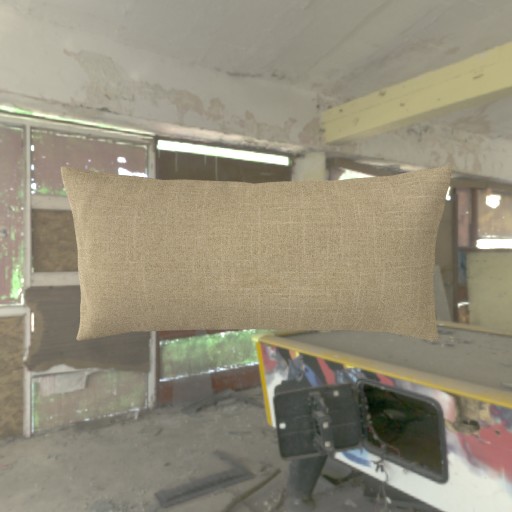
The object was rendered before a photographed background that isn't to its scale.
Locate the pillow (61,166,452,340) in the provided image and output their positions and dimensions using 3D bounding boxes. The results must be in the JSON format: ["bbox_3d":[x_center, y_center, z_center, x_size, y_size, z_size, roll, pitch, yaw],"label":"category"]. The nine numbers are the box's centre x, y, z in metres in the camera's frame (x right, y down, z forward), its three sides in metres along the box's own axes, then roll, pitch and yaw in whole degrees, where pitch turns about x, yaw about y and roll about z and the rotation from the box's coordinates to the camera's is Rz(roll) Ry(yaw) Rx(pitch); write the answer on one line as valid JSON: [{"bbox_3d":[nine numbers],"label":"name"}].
[{"bbox_3d":[0.000,0.000,0.720,0.612,0.282,0.155,0,0,0],"label":"pillow"}]
